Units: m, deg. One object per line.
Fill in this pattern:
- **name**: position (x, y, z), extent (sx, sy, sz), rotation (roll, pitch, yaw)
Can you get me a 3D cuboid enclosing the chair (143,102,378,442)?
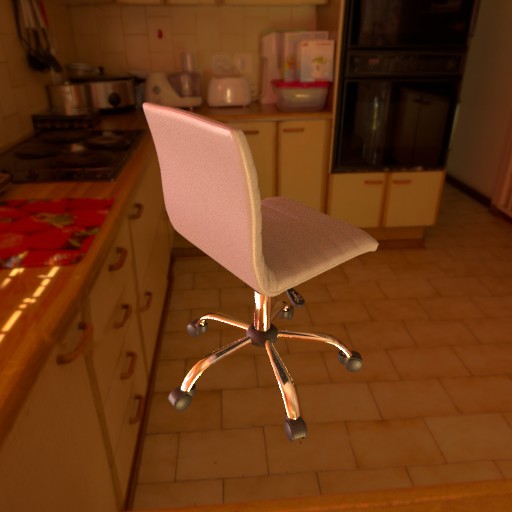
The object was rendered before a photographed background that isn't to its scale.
- **chair**: position (0.000, 0.000, 1.135), extent (0.542, 0.750, 0.569), rotation (-17, 31, -31)
